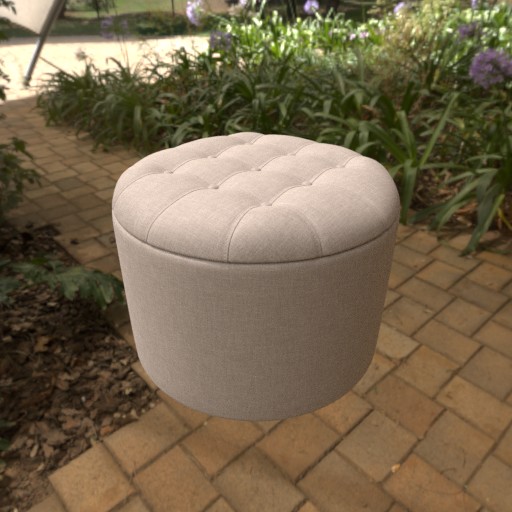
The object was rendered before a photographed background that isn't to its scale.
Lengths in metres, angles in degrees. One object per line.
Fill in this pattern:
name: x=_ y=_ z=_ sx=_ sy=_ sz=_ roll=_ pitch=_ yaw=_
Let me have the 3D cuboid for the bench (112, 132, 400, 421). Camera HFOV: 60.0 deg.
bench: x=0.000 y=0.000 z=1.030 sx=0.600 sy=0.453 sz=0.600 roll=0 pitch=31 yaw=0
